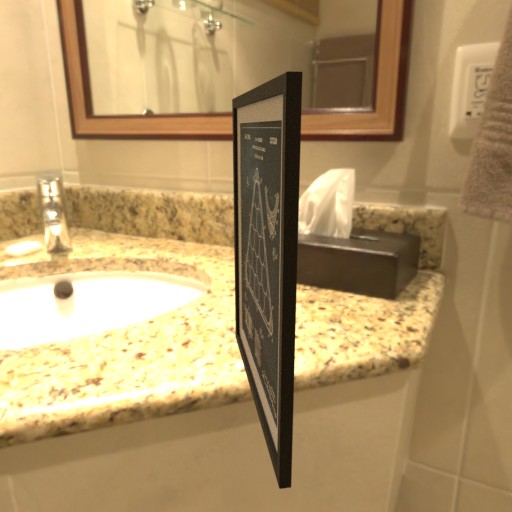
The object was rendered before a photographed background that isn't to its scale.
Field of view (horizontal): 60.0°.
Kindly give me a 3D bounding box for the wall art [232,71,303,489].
[{"bbox_3d":[0.000,0.000,1.226,0.028,0.863,0.755,-3,16,-10],"label":"wall art"}]
